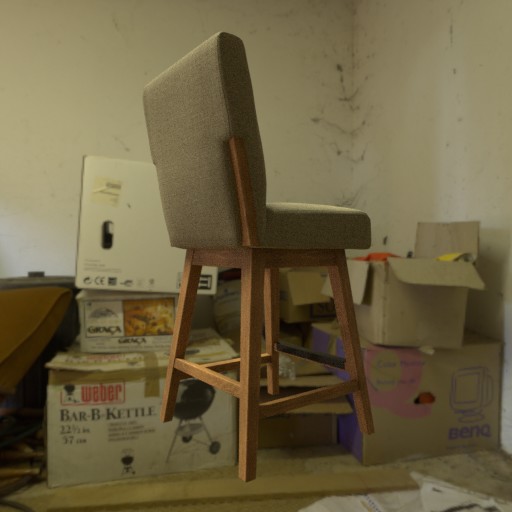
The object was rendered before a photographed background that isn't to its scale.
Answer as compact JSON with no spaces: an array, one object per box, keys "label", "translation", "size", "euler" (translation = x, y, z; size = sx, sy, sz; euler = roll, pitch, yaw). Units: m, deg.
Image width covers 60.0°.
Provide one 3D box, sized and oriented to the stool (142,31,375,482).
[{"label":"stool","translation":[0.000,0.000,1.288],"size":[0.526,1.010,0.459],"euler":[-1,1,-37]}]
